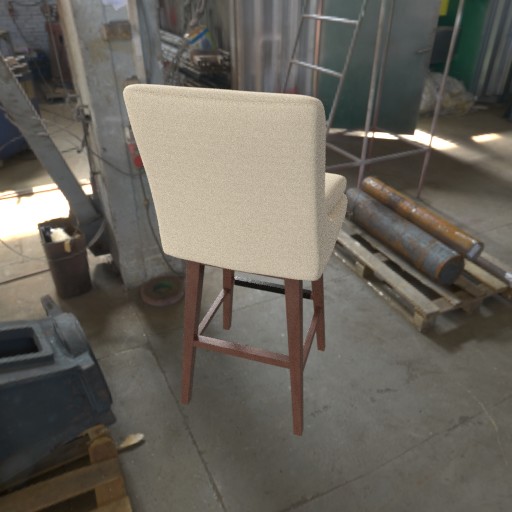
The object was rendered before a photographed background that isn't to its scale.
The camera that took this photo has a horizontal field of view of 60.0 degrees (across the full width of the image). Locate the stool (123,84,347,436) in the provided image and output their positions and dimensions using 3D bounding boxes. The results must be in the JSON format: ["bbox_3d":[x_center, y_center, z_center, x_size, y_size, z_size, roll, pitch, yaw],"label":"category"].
[{"bbox_3d":[0.000,0.000,1.388,0.483,1.093,0.559,10,34,15],"label":"stool"}]
